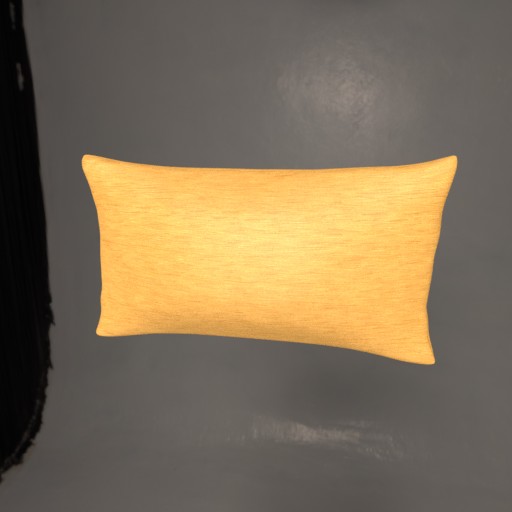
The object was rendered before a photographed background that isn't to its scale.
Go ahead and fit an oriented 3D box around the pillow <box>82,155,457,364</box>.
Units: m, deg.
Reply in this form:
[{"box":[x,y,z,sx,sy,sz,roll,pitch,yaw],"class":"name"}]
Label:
[{"box":[0.000,0.000,0.786,0.634,0.354,0.210,3,16,10],"class":"pillow"}]
